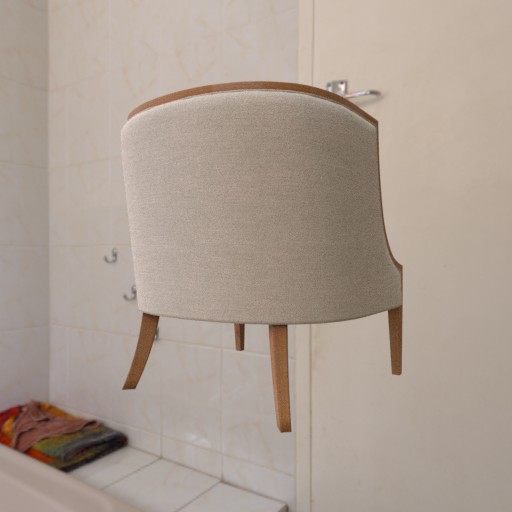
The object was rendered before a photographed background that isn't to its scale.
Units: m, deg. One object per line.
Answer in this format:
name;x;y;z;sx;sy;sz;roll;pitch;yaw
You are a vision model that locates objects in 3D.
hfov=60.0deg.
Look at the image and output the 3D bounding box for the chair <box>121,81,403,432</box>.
chair;0.000;0.000;1.363;0.711;0.775;0.757;0;0;35
